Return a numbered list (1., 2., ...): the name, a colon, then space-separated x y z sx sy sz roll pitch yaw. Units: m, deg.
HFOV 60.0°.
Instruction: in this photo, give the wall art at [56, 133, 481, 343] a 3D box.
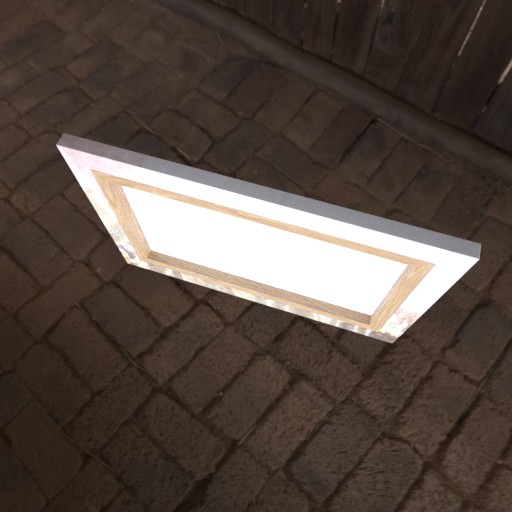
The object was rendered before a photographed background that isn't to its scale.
1. wall art: 0.000 0.000 1.196 0.916 0.608 0.040 16 65 8
